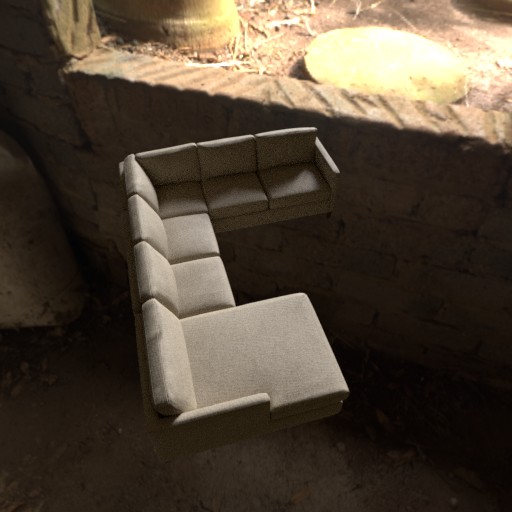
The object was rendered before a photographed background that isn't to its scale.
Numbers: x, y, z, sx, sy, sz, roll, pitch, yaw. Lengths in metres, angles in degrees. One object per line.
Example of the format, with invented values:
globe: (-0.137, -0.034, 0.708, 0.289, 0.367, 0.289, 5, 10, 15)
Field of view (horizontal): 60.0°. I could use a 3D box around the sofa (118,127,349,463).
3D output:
sofa: (0.000, 0.000, 4.696, 2.593, 0.959, 3.460, -11, 48, -10)
